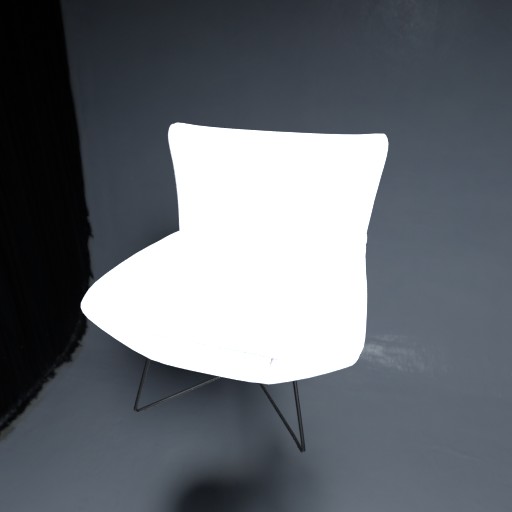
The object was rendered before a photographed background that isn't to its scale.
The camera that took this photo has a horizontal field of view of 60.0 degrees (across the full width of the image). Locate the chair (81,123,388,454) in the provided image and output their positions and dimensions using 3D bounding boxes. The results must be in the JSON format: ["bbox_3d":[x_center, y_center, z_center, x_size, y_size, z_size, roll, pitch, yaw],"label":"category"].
[{"bbox_3d":[0.000,0.000,1.659,0.859,0.855,1.008,8,27,15],"label":"chair"}]
